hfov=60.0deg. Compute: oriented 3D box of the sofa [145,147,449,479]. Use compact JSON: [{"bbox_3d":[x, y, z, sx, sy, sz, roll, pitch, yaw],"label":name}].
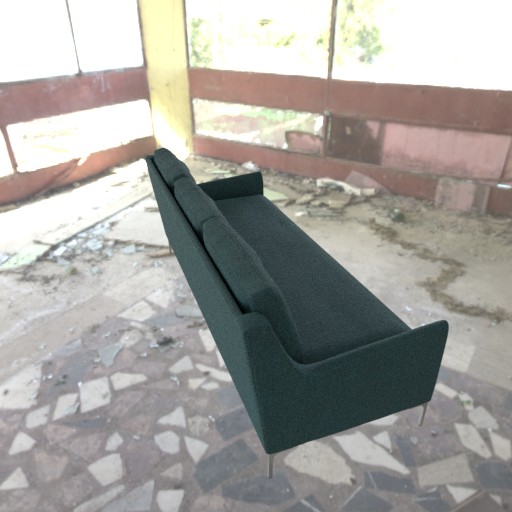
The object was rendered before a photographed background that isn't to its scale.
[{"bbox_3d":[0.000,0.000,2.453,0.849,0.837,2.060,-10,30,-18],"label":"sofa"}]
